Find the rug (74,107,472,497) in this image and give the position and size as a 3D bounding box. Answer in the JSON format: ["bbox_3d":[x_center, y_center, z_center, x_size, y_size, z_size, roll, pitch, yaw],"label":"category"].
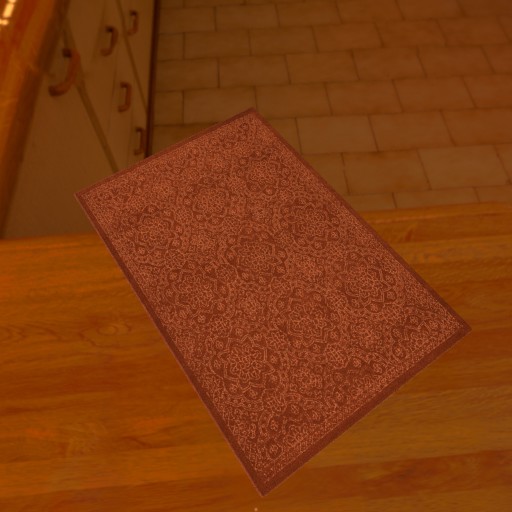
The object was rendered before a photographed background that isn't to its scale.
[{"bbox_3d":[0.000,0.000,2.288,1.219,0.010,1.829,-31,65,-17],"label":"rug"}]
